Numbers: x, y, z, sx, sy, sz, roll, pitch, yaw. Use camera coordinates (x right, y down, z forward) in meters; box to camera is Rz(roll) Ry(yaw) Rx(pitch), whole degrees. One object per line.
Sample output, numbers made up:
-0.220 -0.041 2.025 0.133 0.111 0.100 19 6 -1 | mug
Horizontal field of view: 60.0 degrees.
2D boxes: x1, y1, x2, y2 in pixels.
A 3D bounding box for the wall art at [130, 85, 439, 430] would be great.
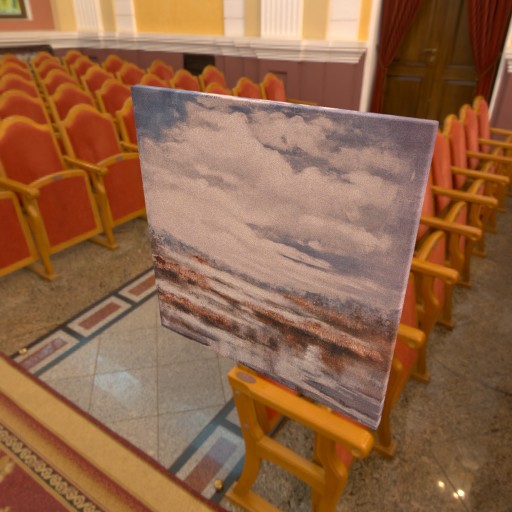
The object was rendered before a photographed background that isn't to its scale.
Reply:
0.000 0.000 1.516 1.010 1.020 0.040 18 34 30 | wall art
